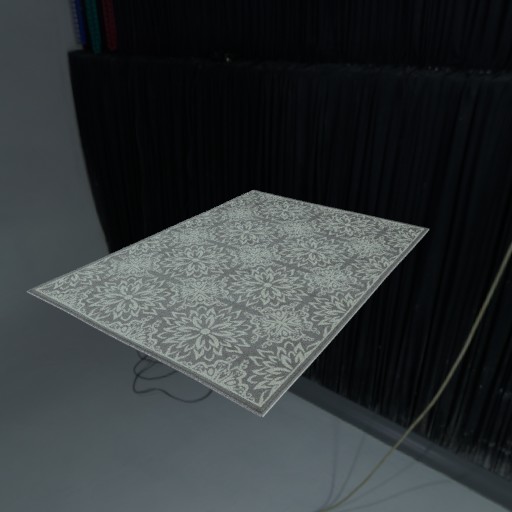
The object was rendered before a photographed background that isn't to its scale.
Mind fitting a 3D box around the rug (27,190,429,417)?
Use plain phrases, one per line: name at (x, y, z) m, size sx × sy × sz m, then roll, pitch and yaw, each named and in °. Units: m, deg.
rug at (0.000, 0.000, 2.897) m, size 1.608 × 0.014 × 2.213 m, roll 17°, pitch 31°, yaw 31°
